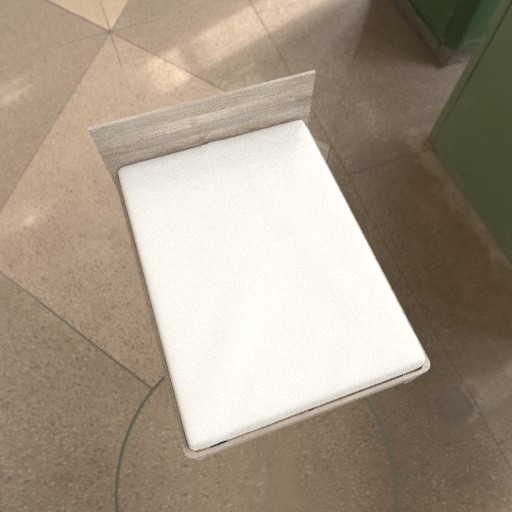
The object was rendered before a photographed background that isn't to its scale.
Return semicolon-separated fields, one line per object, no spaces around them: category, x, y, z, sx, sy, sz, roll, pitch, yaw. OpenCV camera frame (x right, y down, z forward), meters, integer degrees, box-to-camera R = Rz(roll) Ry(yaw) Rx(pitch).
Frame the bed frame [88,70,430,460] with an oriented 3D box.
bed frame;0.000;0.000;2.754;1.490;0.800;1.950;-17;65;-8
